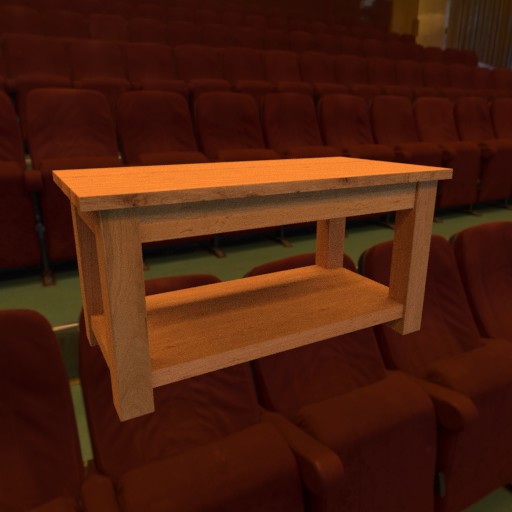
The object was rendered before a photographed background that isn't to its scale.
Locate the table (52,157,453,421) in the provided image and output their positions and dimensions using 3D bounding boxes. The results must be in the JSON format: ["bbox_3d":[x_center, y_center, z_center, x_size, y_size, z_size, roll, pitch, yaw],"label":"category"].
[{"bbox_3d":[0.000,0.000,1.177,0.899,0.452,0.450,-9,19,-27],"label":"table"}]
